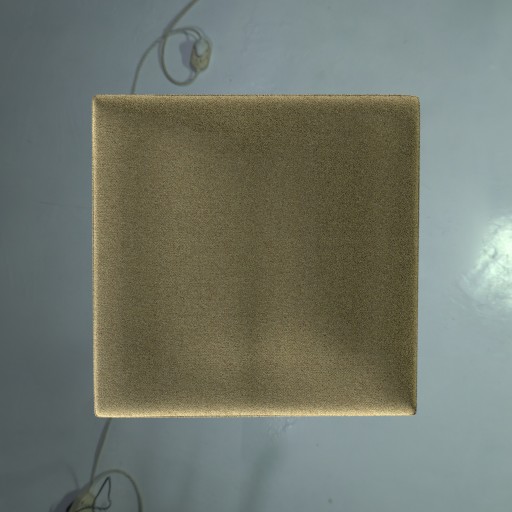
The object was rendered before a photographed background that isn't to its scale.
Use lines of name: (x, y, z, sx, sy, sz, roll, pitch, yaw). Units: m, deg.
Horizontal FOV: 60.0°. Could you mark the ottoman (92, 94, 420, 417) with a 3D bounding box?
ottoman: (0.000, 0.000, 1.470, 0.981, 0.378, 0.970, 0, 91, -1)
